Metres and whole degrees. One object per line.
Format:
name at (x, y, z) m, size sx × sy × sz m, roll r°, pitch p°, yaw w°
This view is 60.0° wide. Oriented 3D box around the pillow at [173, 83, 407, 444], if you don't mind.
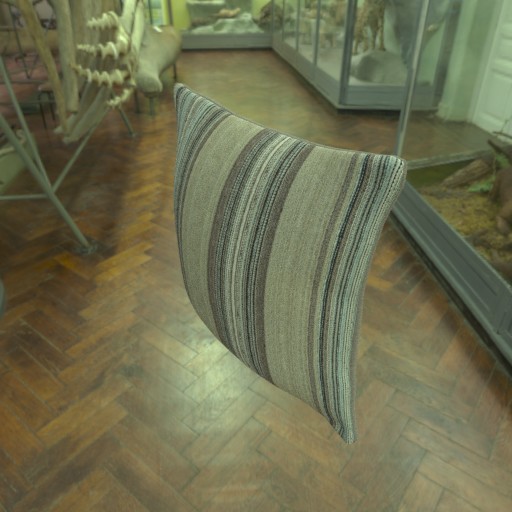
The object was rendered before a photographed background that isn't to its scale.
pillow at (0.000, 0.000, 0.648) m, size 0.189 × 0.416 × 0.435 m, roll -22°, pitch 39°, yaw -30°
